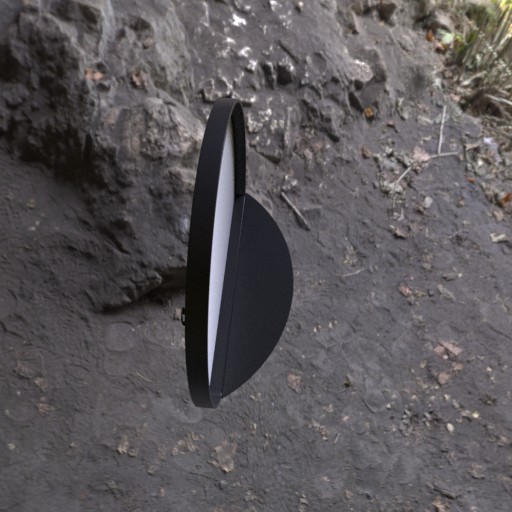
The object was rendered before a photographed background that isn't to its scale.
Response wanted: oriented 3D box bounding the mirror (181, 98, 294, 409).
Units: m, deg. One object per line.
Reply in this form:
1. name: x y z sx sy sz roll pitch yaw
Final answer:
1. mirror: 0.000 0.000 0.689 0.133 0.457 0.457 4 62 2
